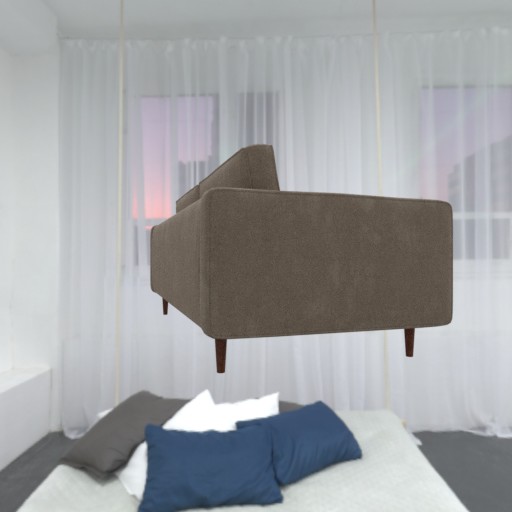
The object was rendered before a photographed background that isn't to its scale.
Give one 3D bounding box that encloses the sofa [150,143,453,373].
[{"bbox_3d":[0.000,0.000,2.304,0.920,0.769,1.883,0,0,-18],"label":"sofa"}]
